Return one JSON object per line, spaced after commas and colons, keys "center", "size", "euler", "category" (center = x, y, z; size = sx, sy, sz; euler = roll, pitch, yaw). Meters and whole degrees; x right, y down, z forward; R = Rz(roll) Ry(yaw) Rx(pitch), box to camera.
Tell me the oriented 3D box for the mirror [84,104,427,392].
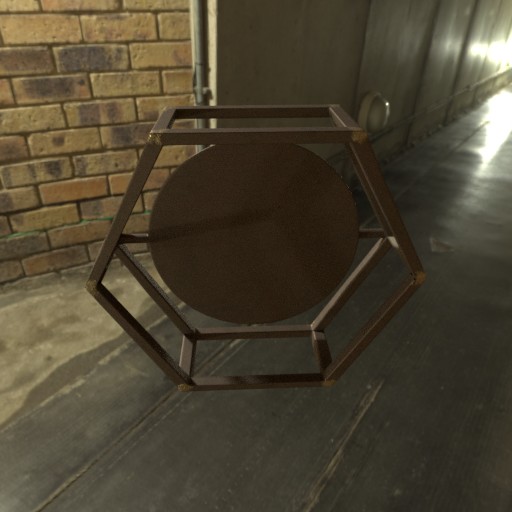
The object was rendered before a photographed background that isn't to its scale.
{"center": [0.000, 0.000, 0.542], "size": [0.380, 0.334, 0.119], "euler": [-1, 31, -2], "category": "mirror"}
